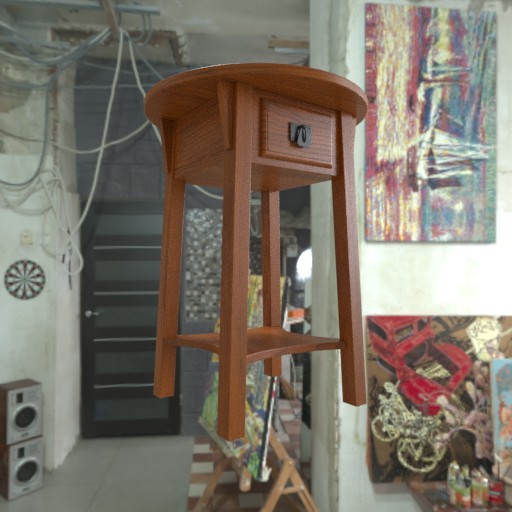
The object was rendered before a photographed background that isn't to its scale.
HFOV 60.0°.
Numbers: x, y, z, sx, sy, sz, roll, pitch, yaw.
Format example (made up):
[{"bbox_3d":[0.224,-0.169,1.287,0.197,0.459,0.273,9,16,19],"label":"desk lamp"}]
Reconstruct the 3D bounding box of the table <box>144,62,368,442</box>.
[{"bbox_3d":[0.000,0.000,0.928,0.457,0.610,0.457,0,-1,0],"label":"table"}]
